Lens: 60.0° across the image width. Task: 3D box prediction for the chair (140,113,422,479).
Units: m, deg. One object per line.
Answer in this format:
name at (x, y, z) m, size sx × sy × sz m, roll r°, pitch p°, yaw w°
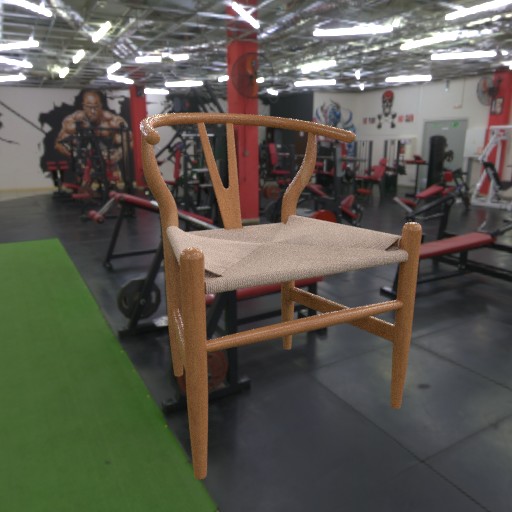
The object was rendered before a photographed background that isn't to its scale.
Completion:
chair at (0.000, 0.000, 1.151) m, size 0.569 × 0.730 × 0.579 m, roll -8°, pitch 17°, yaw -26°
